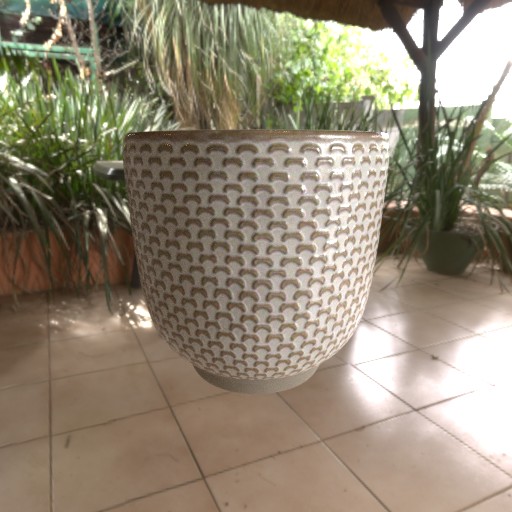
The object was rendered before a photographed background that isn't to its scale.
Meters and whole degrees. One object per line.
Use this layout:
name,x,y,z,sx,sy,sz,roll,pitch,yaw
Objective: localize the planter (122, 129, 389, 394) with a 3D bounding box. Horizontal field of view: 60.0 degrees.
planter,0.000,0.000,0.359,0.197,0.191,0.197,0,14,0
